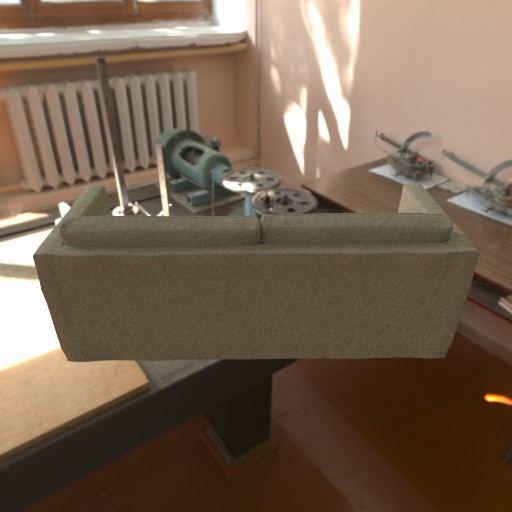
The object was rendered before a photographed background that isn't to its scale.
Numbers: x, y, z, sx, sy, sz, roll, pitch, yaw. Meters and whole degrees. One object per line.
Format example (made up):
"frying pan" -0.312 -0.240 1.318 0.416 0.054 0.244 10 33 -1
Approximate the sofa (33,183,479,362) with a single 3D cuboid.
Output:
"sofa" 0.000 0.000 2.762 2.296 0.847 0.956 0 31 -1
